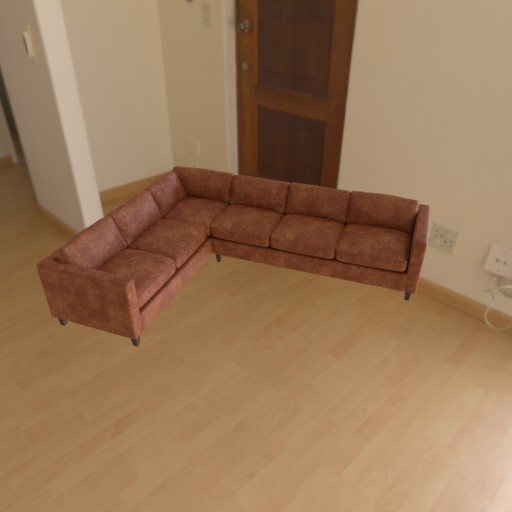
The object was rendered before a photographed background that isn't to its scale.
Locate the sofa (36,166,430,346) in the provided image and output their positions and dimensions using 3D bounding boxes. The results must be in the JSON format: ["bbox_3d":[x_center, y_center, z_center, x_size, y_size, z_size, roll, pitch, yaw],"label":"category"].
[{"bbox_3d":[0.000,0.000,4.454,3.150,0.838,2.438,11,33,17],"label":"sofa"}]
